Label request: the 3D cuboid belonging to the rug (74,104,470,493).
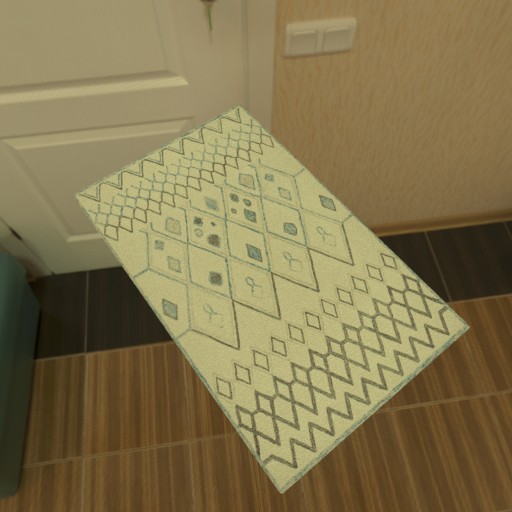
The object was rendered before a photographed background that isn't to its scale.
[{"bbox_3d":[0.000,0.000,3.019,1.524,0.015,2.439,-34,67,-17],"label":"rug"}]
